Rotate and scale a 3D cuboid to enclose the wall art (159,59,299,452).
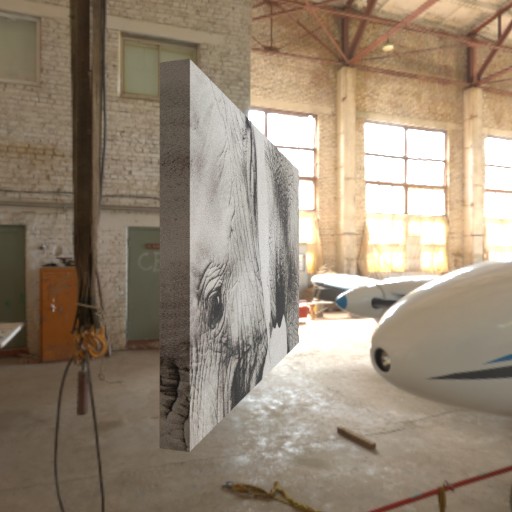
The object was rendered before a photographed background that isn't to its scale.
[{"bbox_3d":[0.000,0.000,0.757,0.035,0.407,0.613,0,0,16],"label":"wall art"}]
